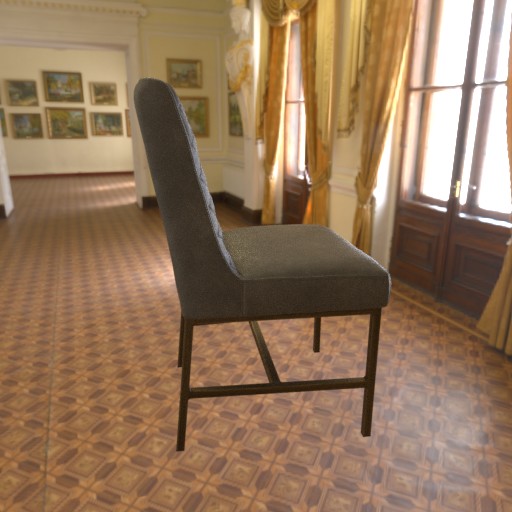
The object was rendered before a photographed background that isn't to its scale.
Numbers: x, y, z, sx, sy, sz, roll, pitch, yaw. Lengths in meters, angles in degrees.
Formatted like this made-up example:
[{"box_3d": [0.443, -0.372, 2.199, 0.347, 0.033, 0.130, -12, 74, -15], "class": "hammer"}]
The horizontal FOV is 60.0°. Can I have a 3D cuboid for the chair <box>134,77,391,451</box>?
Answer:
[{"box_3d": [0.000, 0.000, 1.240, 0.587, 0.889, 0.508, -3, 17, -9], "class": "chair"}]
